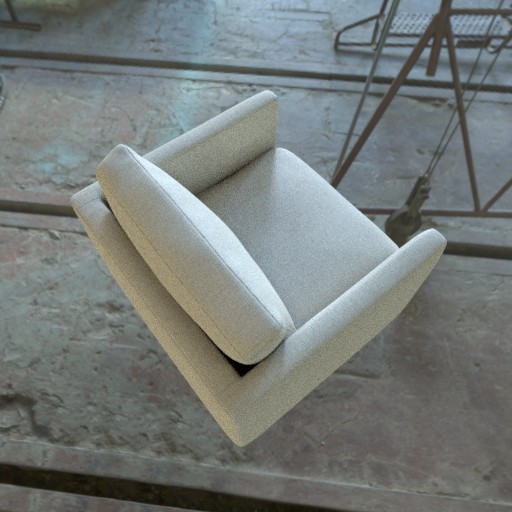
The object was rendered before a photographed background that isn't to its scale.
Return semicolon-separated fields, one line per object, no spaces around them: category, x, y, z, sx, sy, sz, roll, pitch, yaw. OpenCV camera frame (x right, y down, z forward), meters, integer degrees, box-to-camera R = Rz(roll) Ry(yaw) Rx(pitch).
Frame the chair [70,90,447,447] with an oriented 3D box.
chair;0.000;0.000;1.747;0.959;0.919;0.996;-35;66;-18
